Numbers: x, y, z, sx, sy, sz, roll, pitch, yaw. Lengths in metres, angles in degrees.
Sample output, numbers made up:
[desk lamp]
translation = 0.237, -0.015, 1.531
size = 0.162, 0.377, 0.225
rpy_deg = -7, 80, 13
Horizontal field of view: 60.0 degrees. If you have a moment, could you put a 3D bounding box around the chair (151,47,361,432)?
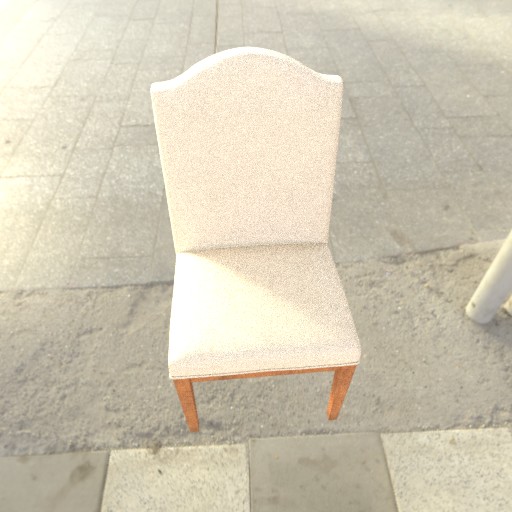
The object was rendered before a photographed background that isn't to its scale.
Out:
[chair]
translation = 0.000, 0.000, 1.357
size = 0.534, 1.012, 0.648
rpy_deg = -4, 47, -3
